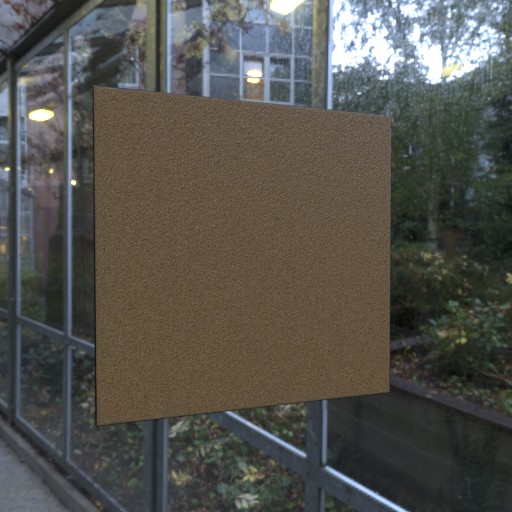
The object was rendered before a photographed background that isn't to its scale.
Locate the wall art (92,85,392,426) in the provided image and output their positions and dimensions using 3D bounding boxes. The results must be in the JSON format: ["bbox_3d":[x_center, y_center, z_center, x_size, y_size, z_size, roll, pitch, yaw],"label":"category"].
[{"bbox_3d":[0.000,0.000,0.664,0.456,0.453,0.022,0,1,-18],"label":"wall art"}]
